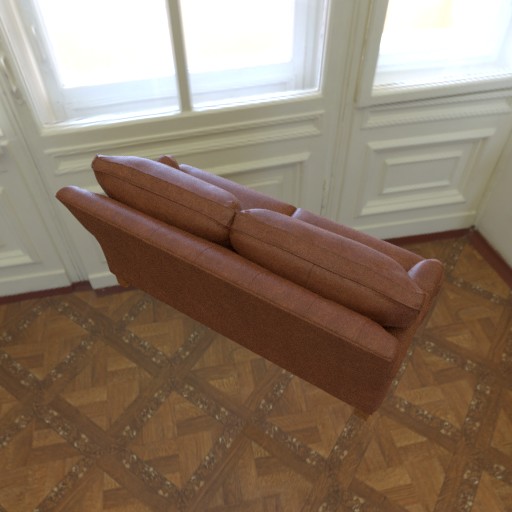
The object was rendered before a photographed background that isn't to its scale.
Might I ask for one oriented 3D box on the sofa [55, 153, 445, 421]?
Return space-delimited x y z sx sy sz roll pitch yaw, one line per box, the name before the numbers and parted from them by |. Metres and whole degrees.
sofa | 0.000 0.000 2.818 2.144 1.071 1.147 24 51 22
